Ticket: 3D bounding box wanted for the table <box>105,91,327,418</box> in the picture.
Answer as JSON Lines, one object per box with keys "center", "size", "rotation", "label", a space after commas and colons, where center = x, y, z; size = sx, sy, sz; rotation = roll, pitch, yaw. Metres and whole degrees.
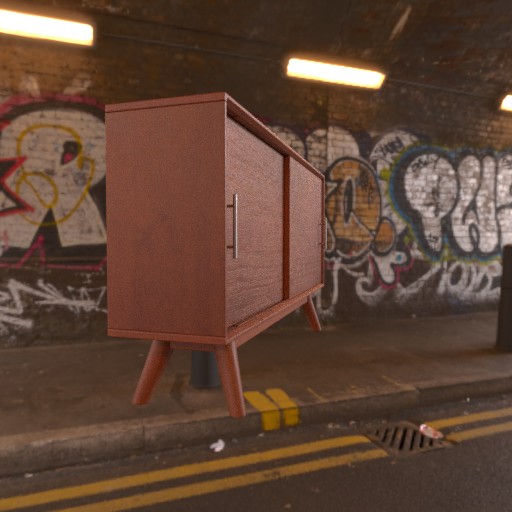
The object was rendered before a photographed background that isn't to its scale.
{"center": [0.000, 0.000, 1.510], "size": [0.308, 0.698, 1.220], "rotation": [1, 2, 18], "label": "table"}
